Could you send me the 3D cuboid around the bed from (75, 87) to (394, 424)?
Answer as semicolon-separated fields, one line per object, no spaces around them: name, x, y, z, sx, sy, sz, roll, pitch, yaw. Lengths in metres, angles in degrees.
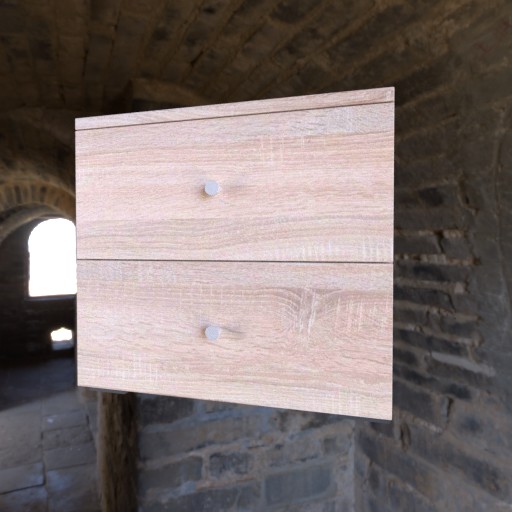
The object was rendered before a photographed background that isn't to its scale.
bed;0.000;0.000;0.781;0.460;0.420;0.401;0;1;17
